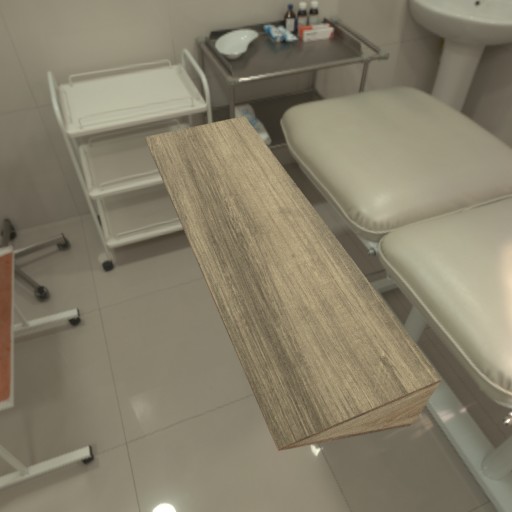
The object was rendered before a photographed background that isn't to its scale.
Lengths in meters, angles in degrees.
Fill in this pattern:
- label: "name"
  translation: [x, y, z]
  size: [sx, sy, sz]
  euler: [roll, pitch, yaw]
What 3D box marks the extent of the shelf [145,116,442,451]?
- label: "shelf"
  translation: [0.000, 0.000, 0.705]
  size: [0.200, 0.125, 0.610]
  euler: [-17, 49, -15]
